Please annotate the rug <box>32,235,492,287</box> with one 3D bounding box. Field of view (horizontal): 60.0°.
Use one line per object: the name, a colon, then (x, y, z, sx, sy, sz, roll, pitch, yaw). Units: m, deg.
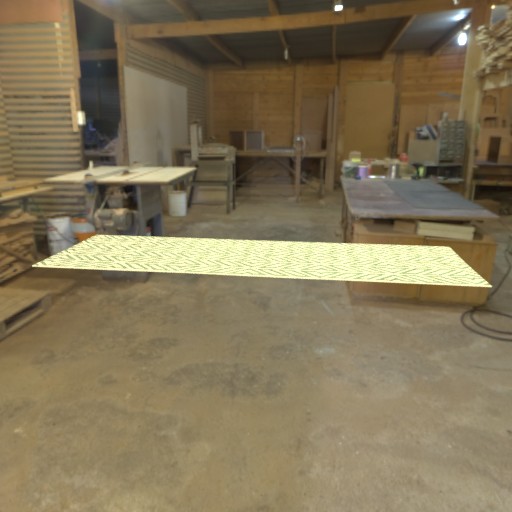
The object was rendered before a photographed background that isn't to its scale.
rug: (0.000, 0.000, 2.682, 2.435, 0.009, 0.750, 2, 16, 8)
